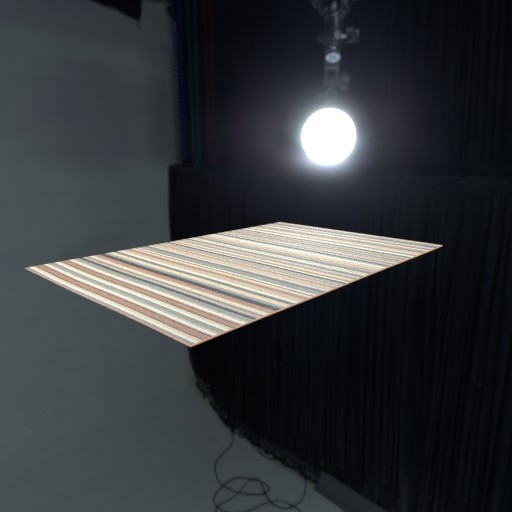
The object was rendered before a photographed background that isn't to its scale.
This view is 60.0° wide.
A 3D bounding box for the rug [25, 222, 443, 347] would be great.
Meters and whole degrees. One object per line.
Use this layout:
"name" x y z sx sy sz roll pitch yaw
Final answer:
"rug" 0.000 0.000 2.287 1.219 0.008 1.829 12 18 42
